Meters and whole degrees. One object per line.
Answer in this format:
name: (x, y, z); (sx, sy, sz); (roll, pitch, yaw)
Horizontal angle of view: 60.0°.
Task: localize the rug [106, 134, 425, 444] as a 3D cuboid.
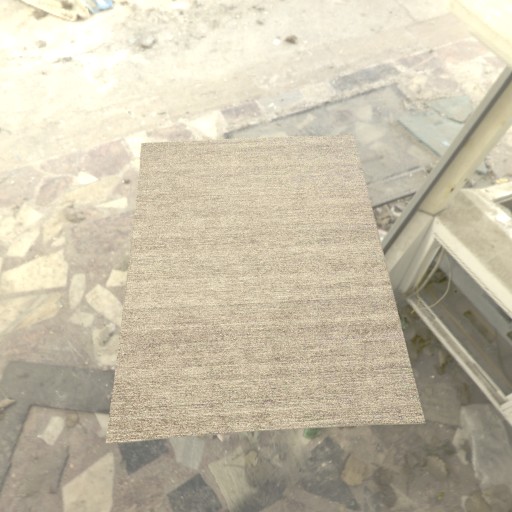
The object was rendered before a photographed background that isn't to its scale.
rug: (0.000, 0.000, 4.204); (2.434, 0.045, 3.202); (-3, 58, -2)
